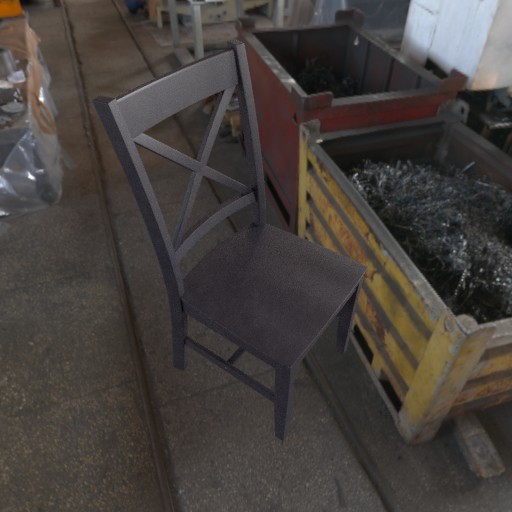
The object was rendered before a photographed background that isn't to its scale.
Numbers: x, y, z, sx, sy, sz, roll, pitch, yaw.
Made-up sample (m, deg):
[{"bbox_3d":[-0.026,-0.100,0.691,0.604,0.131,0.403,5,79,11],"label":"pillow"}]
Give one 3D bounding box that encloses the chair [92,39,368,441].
[{"bbox_3d":[0.000,0.000,1.296,0.542,0.983,0.485,26,49,25],"label":"chair"}]
